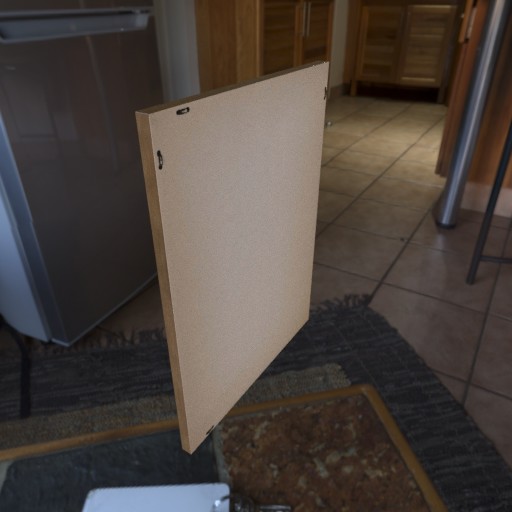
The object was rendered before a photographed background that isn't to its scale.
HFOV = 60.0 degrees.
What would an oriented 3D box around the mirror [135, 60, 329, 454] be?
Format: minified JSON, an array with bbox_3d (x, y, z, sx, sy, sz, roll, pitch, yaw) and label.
[{"bbox_3d":[0.000,0.000,1.359,0.040,1.016,0.762,19,37,28],"label":"mirror"}]
